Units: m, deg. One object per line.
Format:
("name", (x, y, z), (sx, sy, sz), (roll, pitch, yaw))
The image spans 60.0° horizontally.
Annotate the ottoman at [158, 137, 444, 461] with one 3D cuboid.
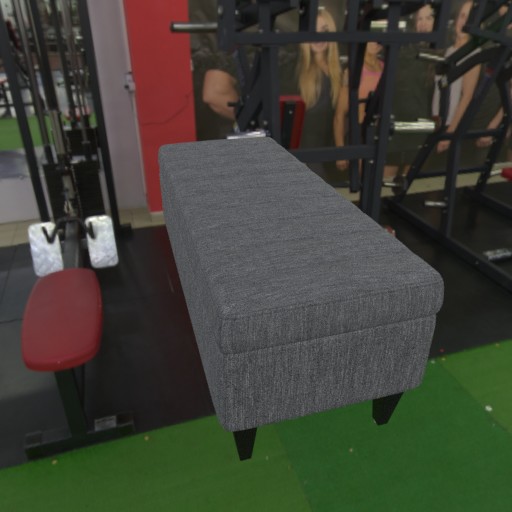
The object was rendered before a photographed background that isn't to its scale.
("ottoman", (0.000, 0.000, 1.401), (0.482, 0.469, 1.151), (-8, 30, -14))
